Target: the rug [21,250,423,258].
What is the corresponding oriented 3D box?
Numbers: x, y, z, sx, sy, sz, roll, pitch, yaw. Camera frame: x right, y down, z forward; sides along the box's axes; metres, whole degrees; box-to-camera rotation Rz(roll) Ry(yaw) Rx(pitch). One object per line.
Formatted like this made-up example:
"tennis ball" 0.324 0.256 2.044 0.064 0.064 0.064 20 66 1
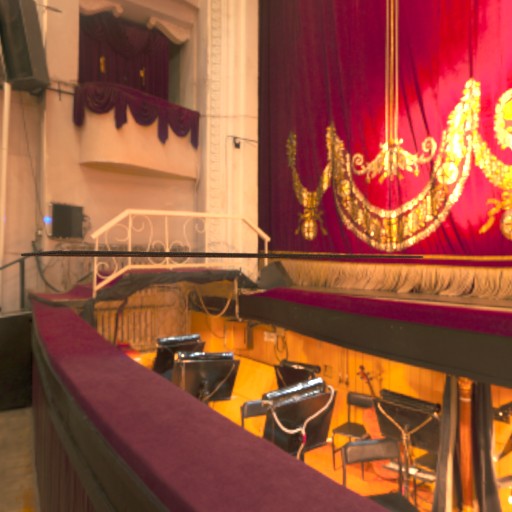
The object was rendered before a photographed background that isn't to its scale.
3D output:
"rug" 0.000 0.000 2.510 2.276 0.014 0.678 1 -1 -37
